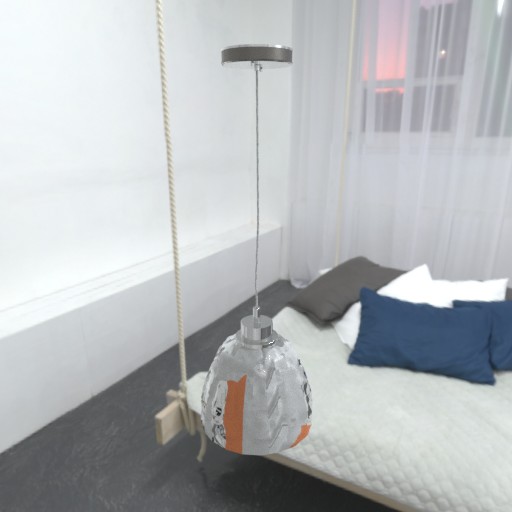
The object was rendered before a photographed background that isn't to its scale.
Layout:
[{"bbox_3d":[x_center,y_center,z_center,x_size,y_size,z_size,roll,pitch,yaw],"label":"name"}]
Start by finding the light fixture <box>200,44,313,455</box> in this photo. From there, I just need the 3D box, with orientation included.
[{"bbox_3d":[0.000,0.000,1.776,0.500,1.511,0.496,3,17,9],"label":"light fixture"}]
